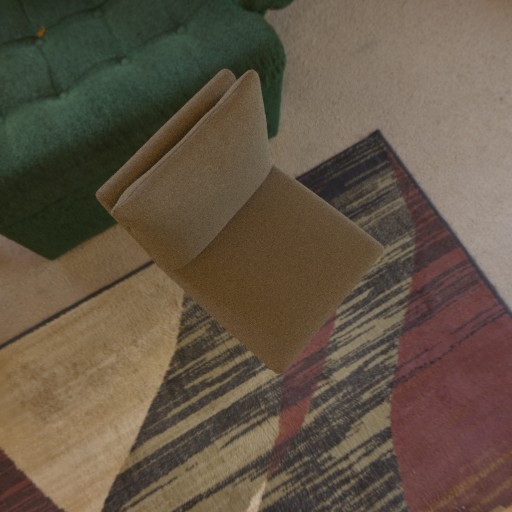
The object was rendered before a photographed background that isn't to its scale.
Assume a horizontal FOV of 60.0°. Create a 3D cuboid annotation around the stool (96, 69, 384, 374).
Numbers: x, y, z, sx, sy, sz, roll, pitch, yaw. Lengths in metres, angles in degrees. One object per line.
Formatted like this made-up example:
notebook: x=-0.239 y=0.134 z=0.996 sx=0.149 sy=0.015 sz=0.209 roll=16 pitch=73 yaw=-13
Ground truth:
stool: x=0.000 y=0.000 z=1.377 sx=0.569 sy=1.030 sz=0.463 roll=40 pitch=79 yaw=9
